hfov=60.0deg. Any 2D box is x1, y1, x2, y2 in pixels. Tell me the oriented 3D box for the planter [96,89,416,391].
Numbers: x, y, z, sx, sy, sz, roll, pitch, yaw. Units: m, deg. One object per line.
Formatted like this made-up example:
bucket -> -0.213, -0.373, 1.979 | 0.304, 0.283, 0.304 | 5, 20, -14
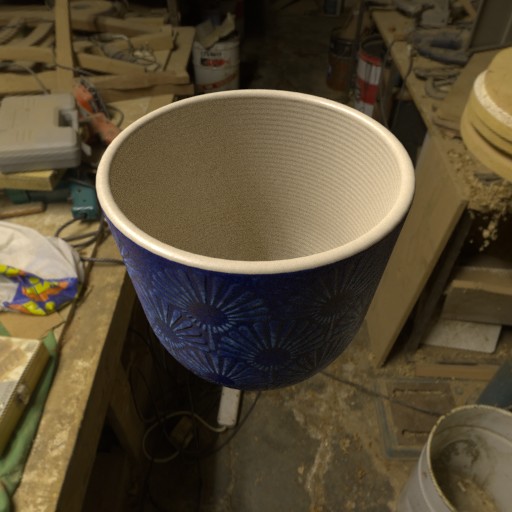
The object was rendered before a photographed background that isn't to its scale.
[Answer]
planter -> 0.000, 0.000, 0.295 | 0.170, 0.153, 0.170 | 0, 45, 0
